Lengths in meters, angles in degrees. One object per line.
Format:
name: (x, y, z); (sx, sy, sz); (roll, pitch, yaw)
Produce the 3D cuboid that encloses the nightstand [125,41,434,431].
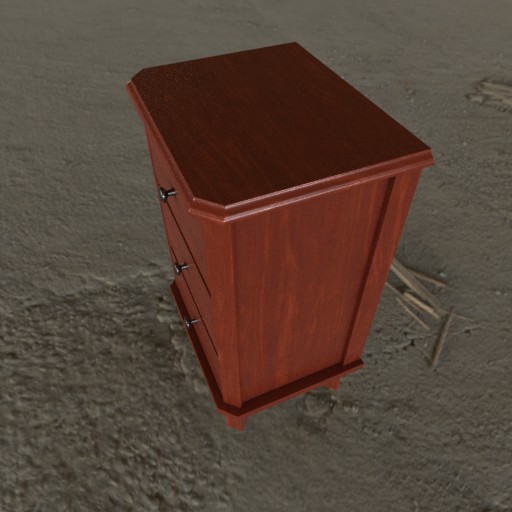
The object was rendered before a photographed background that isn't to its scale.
nightstand: (0.000, 0.000, 0.941); (0.351, 0.681, 0.435); (-18, 49, -16)
